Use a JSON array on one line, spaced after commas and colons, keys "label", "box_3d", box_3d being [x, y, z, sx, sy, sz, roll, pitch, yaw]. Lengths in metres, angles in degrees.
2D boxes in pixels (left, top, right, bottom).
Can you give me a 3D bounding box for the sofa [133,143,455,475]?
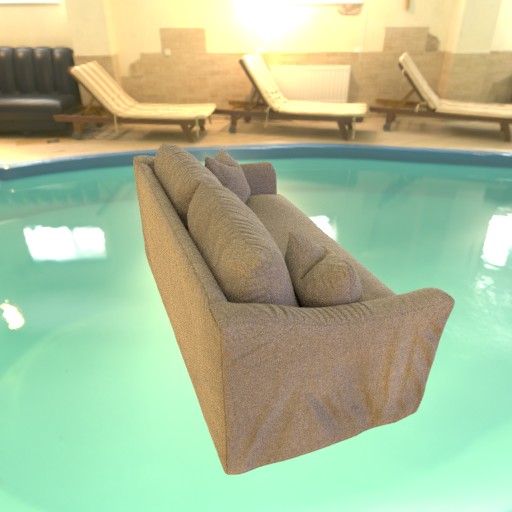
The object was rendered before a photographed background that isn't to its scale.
[{"label": "sofa", "box_3d": [0.000, 0.000, 2.596, 1.072, 1.018, 2.010, -11, 32, -19]}]
